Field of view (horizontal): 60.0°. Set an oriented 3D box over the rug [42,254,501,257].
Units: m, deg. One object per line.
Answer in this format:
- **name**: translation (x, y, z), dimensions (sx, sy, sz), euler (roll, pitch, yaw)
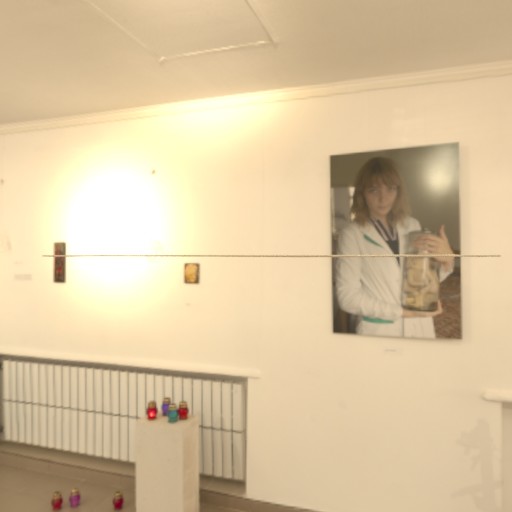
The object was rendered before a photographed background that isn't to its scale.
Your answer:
- **rug**: translation (0.000, 0.000, 2.622), dimensions (2.442, 0.016, 0.770), euler (0, 0, 19)
